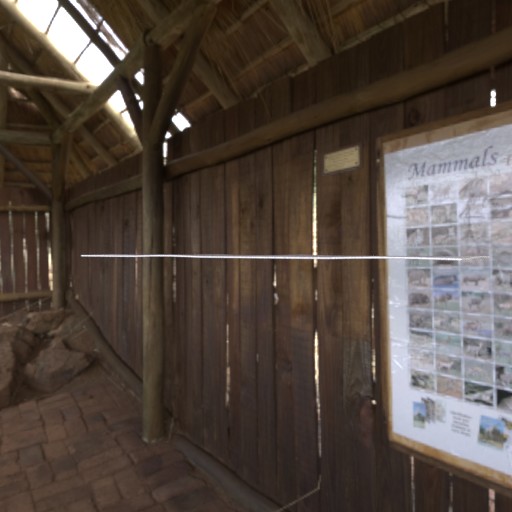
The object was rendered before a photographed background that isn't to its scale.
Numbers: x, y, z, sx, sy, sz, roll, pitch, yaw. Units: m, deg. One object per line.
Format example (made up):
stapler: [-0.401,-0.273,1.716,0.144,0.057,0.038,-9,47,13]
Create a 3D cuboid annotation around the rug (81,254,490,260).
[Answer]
rug: [0.000,0.000,2.693,2.439,0.013,0.762,0,1,35]
